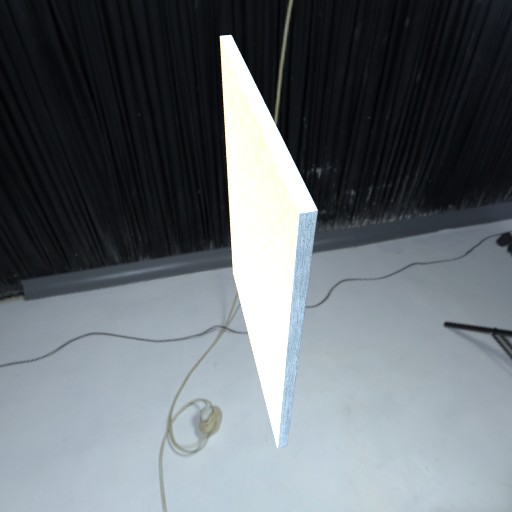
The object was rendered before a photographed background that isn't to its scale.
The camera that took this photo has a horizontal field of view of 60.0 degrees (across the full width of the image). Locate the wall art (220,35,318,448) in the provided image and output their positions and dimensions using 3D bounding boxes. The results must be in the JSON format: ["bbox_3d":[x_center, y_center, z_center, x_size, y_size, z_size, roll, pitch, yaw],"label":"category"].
[{"bbox_3d":[0.000,0.000,0.826,0.020,0.613,0.481,-9,47,-9],"label":"wall art"}]
